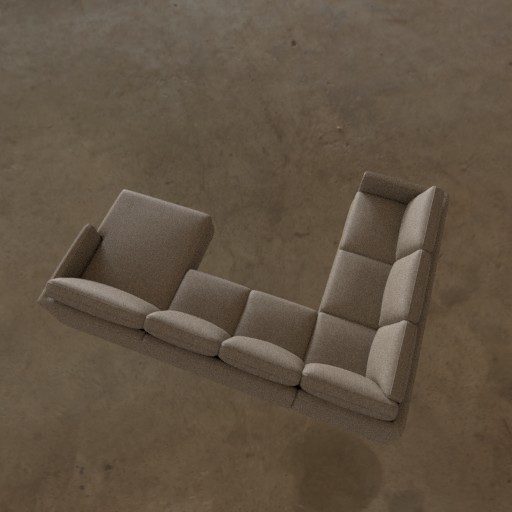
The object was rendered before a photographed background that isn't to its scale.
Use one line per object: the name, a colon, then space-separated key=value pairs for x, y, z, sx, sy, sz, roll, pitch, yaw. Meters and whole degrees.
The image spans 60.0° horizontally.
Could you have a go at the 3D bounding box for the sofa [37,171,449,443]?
sofa: x=0.000 y=0.000 z=4.530 sx=3.403 sy=0.889 sz=2.551 roll=18 pitch=64 yaw=9
